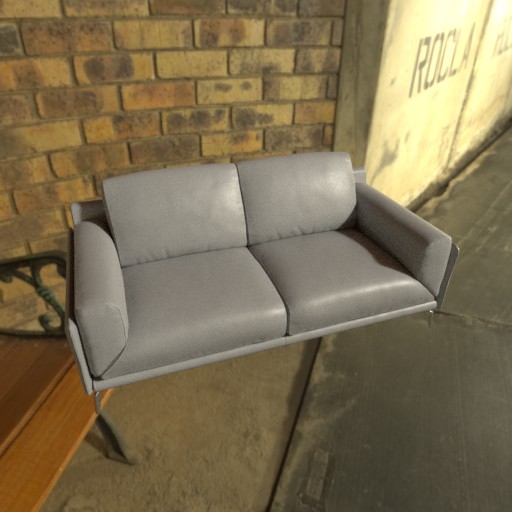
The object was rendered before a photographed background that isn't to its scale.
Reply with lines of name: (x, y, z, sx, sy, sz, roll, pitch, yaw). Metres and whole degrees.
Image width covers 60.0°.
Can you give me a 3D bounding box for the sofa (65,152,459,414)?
sofa: (0.000, 0.000, 2.664, 2.101, 0.930, 1.049, -10, 32, -17)
